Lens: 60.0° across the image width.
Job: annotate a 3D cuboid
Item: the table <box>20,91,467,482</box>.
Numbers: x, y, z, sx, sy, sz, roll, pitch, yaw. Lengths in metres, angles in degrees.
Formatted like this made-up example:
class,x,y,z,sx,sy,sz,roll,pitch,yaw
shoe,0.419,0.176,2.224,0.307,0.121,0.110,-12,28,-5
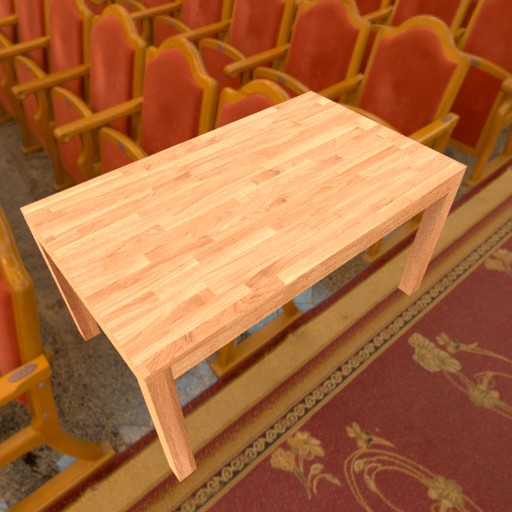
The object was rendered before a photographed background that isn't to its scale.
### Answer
class,x,y,z,sx,sy,sz,roll,pitch,yaw
table,0.000,0.000,1.991,1.500,0.770,0.900,-31,53,-27
